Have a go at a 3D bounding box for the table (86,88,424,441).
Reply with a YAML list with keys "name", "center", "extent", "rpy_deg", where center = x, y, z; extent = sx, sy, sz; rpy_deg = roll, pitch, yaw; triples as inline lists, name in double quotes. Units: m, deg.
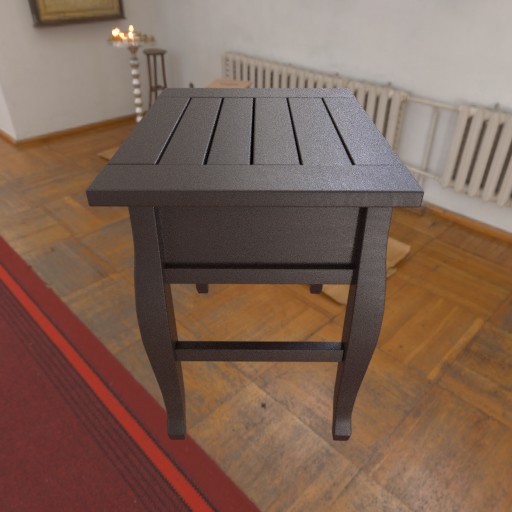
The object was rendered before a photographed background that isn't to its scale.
- name: "table"
  center: [0.000, 0.000, 1.015]
  extent: [0.460, 0.605, 0.602]
  rpy_deg: [0, 33, 0]
